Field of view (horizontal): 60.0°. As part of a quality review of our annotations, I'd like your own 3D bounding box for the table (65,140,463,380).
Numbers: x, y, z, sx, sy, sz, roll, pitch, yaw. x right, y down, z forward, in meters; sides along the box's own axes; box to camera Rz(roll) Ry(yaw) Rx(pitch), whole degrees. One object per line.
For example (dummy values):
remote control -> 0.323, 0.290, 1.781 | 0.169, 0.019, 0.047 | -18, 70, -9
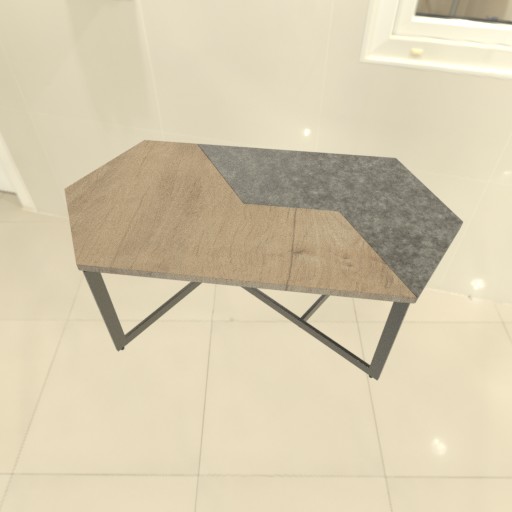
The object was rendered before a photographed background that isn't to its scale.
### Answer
table -> 0.000, 0.000, 1.512 | 1.219, 0.457, 0.609 | 5, 47, 5
